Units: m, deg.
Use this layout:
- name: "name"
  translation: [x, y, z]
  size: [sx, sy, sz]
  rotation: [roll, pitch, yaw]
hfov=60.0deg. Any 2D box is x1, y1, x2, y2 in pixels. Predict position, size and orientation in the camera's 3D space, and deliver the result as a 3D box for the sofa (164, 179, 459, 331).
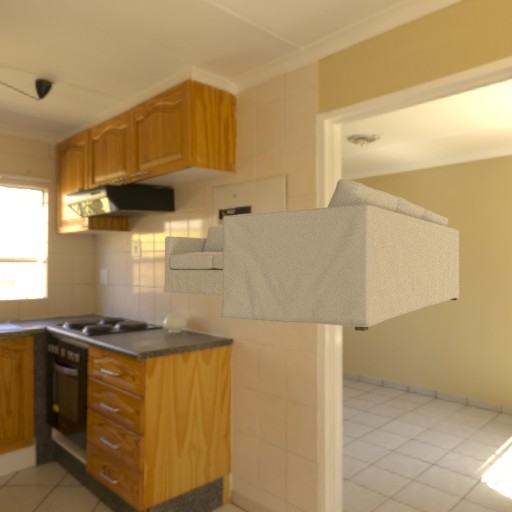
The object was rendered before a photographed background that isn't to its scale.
- name: "sofa"
  translation: [0.000, 0.000, 4.264]
  size: [3.182, 0.871, 2.432]
  rotation: [0, -1, 35]
